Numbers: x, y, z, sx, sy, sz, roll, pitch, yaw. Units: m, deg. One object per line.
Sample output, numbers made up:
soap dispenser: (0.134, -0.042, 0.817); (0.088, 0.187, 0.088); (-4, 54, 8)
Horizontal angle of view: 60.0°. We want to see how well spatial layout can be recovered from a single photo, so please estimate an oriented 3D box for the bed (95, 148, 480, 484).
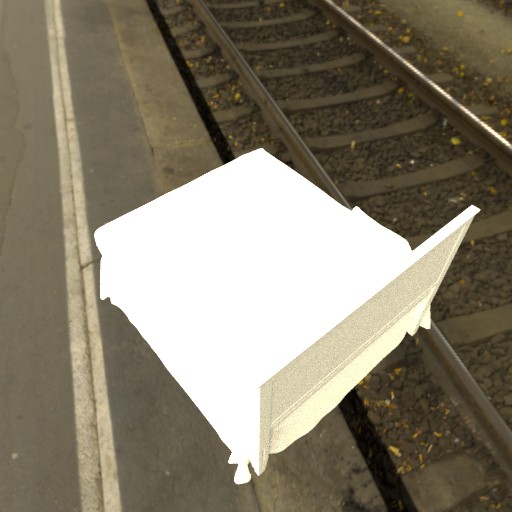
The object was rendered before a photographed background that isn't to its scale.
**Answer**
bed: (0.000, 0.000, 3.109); (1.876, 1.269, 2.047); (-32, 56, -25)
